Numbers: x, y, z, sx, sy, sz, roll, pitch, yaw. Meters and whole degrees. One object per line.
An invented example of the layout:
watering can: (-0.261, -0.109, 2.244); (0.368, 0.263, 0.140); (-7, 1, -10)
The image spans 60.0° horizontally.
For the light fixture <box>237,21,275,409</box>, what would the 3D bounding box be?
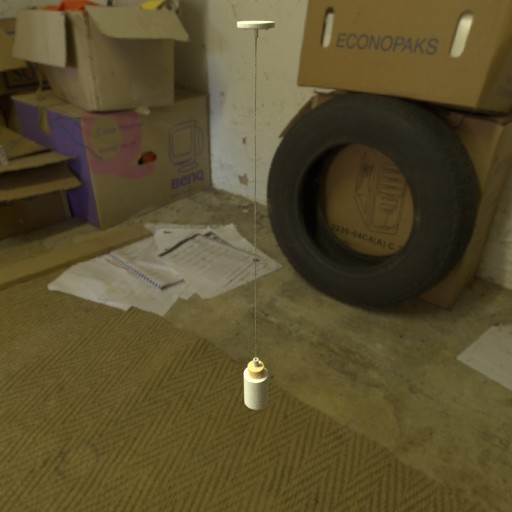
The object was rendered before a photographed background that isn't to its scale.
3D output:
light fixture: (0.000, 0.000, 1.922); (0.125, 1.798, 0.125); (9, 32, 16)
